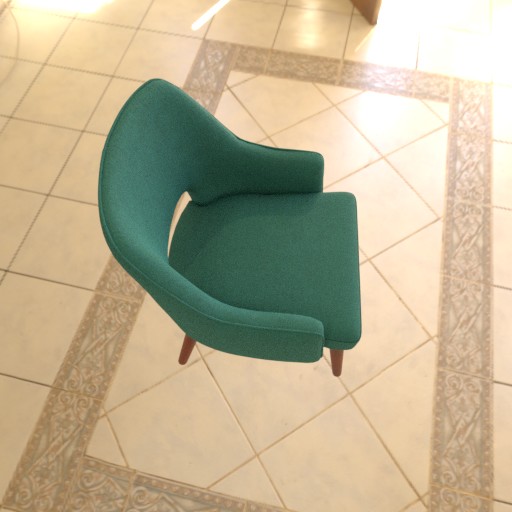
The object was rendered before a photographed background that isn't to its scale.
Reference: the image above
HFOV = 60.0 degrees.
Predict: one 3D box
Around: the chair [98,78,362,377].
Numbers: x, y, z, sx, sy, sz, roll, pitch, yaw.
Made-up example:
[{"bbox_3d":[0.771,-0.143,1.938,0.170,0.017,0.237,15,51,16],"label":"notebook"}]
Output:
[{"bbox_3d":[0.000,0.000,1.215,0.605,0.849,0.548,3,64,2],"label":"chair"}]
